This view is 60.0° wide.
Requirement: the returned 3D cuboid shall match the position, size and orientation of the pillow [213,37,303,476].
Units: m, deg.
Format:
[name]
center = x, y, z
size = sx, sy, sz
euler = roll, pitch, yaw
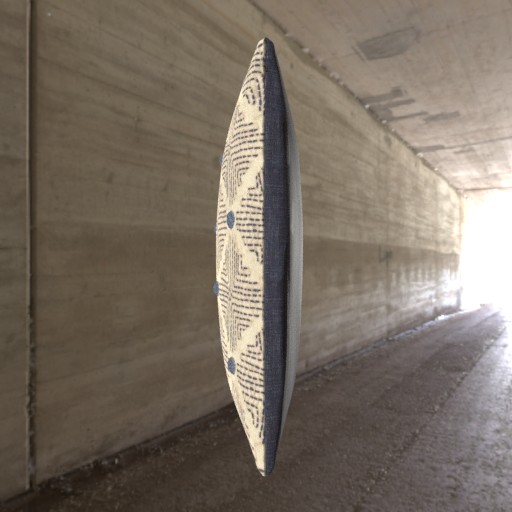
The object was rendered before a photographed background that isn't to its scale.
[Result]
[pillow]
center = 0.000, 0.000, 0.763
size = 0.145, 0.510, 0.510
euler = 0, 0, -2
